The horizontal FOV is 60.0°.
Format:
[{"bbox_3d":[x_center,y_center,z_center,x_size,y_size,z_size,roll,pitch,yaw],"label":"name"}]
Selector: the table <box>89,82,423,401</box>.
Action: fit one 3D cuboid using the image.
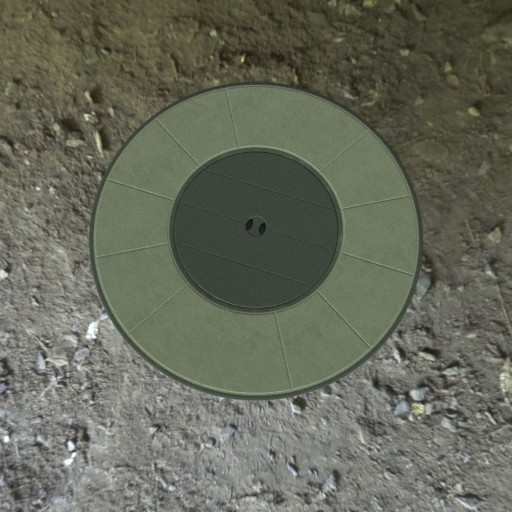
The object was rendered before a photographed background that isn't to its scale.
[{"bbox_3d":[0.000,0.000,1.532,0.914,0.650,0.914,0,75,0],"label":"table"}]
